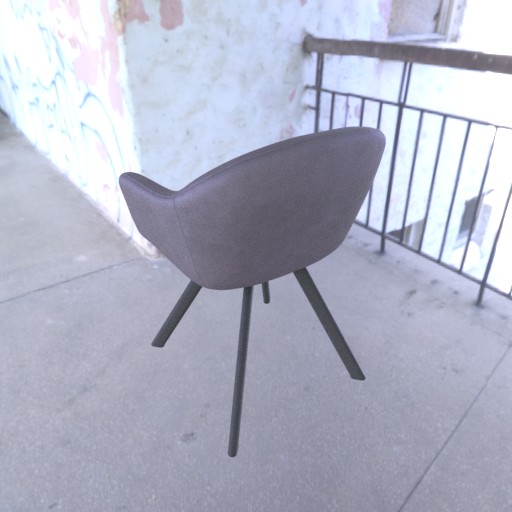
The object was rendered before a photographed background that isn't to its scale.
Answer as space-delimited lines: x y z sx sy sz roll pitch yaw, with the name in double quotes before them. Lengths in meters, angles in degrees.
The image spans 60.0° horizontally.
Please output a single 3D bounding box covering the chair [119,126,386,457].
"chair" 0.000 0.000 1.199 0.567 0.781 0.544 -19 35 -29
